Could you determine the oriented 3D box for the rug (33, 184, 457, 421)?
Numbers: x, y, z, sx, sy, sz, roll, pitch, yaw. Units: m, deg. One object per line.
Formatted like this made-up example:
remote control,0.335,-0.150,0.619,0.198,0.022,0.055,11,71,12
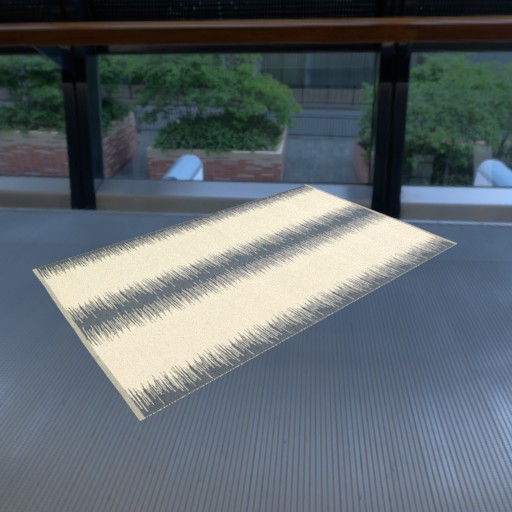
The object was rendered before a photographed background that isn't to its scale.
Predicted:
rug,0.000,0.000,2.983,2.453,0.003,1.519,-22,36,-33
